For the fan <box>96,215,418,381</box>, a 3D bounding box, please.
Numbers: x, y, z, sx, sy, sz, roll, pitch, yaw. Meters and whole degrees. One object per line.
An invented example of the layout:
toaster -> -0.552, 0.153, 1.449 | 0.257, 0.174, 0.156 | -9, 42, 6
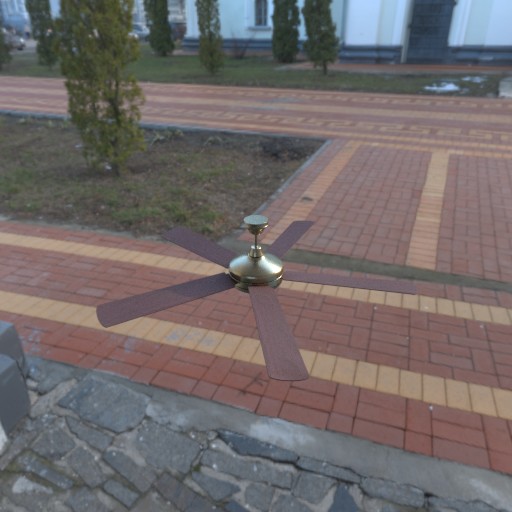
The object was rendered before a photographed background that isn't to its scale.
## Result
fan -> 0.000, 0.000, 1.991 | 1.321, 0.356, 1.321 | 18, 32, 31
